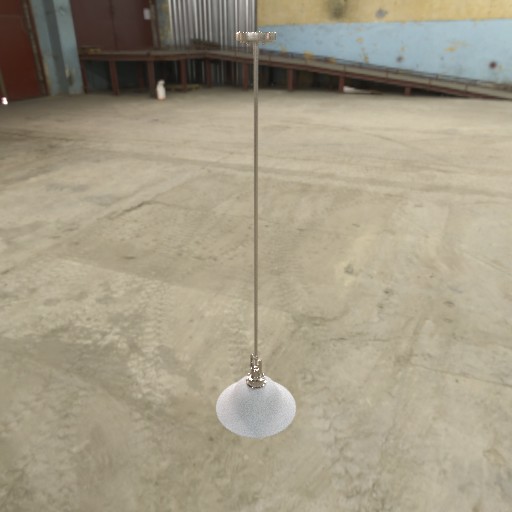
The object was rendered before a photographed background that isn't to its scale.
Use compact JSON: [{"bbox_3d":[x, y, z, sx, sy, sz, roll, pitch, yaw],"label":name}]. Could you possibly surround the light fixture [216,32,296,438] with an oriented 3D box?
[{"bbox_3d":[0.000,0.000,1.504,0.324,1.354,0.324,-18,31,-32],"label":"light fixture"}]
